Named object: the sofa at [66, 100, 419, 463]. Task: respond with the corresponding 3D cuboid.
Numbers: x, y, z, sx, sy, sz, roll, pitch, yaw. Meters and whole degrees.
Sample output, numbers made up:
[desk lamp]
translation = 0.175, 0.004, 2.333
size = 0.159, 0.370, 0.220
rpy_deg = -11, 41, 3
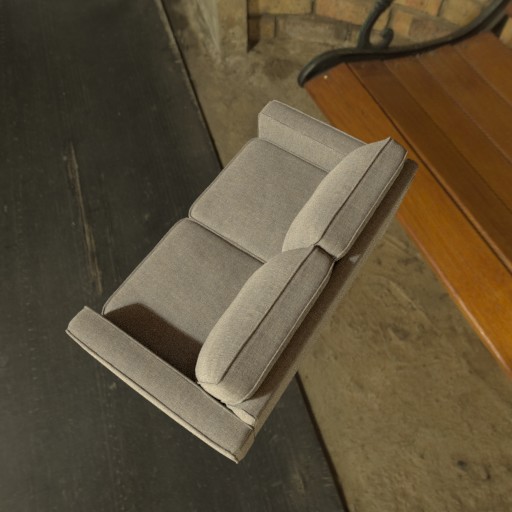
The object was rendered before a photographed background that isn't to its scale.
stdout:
[sofa]
translation = 0.000, 0.000, 2.269
size = 0.945, 0.915, 1.706
rpy_deg = 31, 67, 15
